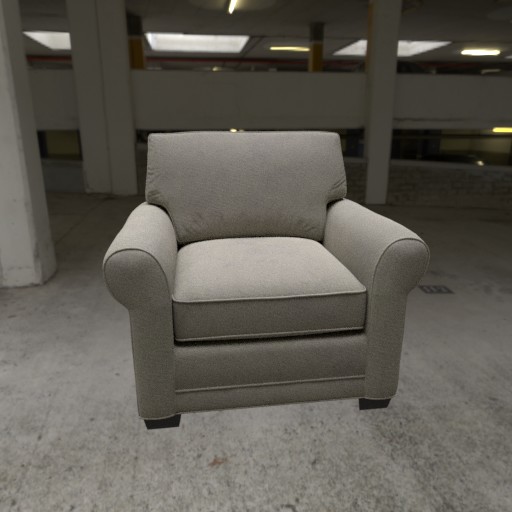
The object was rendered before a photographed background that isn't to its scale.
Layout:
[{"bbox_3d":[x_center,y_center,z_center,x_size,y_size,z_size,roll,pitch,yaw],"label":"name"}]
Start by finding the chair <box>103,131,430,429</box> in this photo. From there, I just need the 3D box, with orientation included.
[{"bbox_3d":[0.000,0.000,1.948,1.147,1.044,0.939,-2,17,-8],"label":"chair"}]
